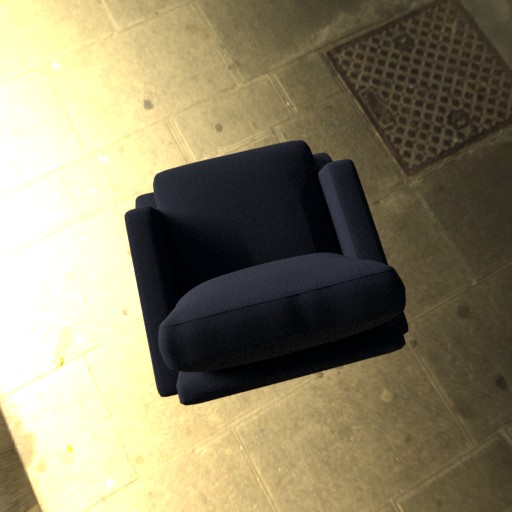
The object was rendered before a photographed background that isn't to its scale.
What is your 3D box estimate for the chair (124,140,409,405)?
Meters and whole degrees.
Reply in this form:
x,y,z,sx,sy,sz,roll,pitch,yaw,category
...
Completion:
x,y,z,sx,sy,sz,roll,pitch,yaw,category
0.000,0.000,1.659,0.855,0.991,0.897,-14,76,-3,chair
